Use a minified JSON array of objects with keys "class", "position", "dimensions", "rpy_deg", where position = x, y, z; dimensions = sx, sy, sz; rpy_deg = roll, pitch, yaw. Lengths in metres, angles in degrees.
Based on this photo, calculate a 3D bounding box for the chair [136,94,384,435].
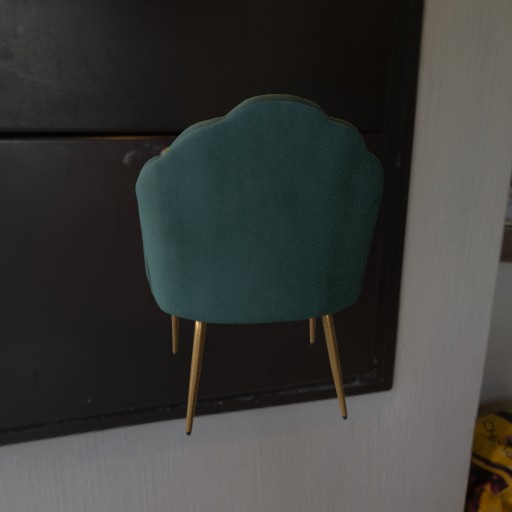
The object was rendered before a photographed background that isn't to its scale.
[{"class":"chair","position":[0.000,0.000,1.266],"dimensions":[0.657,0.819,0.599],"rpy_deg":[-2,15,-9]}]
